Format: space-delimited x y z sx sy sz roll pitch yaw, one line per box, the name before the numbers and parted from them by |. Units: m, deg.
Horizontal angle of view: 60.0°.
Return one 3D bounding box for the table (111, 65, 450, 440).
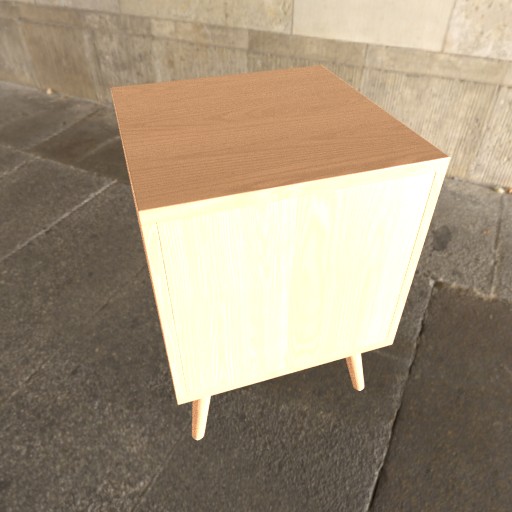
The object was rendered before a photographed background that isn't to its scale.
table | 0.000 0.000 0.849 0.400 0.550 0.400 -12 42 -14
